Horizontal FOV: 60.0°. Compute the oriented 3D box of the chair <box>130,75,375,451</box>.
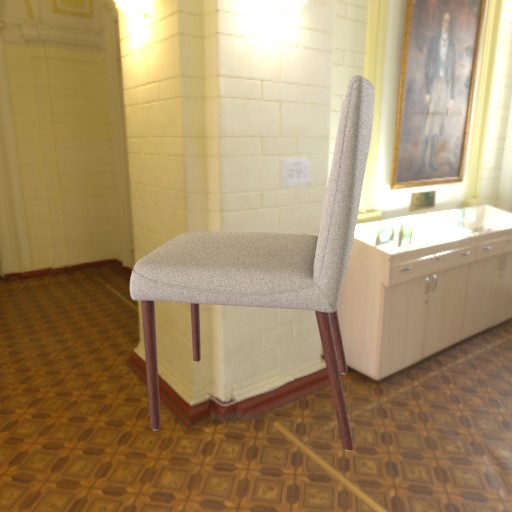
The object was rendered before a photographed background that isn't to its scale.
[{"bbox_3d":[0.000,0.000,1.198,0.570,0.859,0.456,2,14,9],"label":"chair"}]
